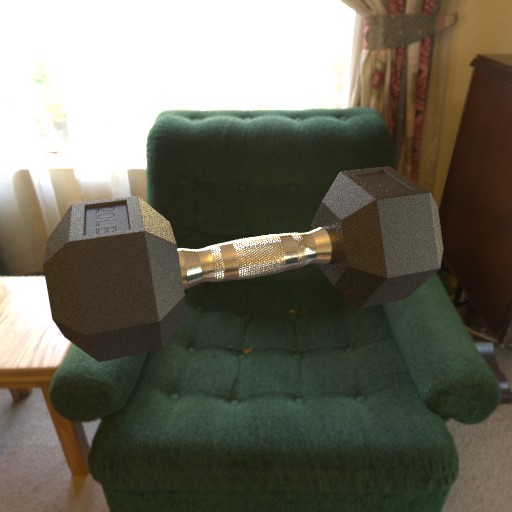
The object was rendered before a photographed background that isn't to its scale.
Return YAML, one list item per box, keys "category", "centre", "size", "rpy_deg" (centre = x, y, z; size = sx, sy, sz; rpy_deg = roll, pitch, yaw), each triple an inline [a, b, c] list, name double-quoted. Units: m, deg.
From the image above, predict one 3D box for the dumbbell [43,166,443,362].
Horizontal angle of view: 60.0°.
- category: "dumbbell"
  centre: [0.000, 0.000, 0.352]
  size: [0.297, 0.101, 0.116]
  rpy_deg: [-9, 33, -15]
